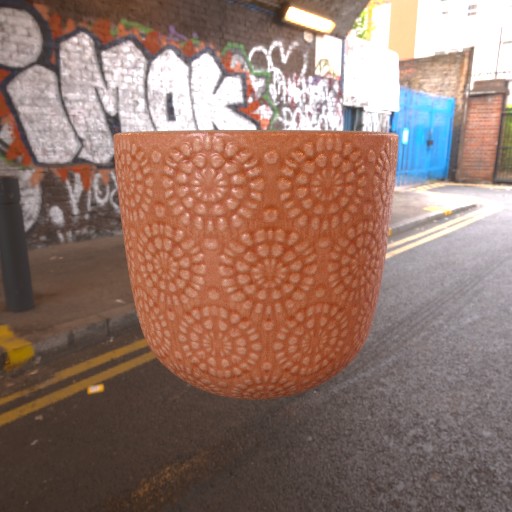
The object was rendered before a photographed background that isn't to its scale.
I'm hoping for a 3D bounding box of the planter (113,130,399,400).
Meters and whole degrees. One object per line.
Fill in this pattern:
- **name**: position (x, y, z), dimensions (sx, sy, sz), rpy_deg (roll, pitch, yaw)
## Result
- **planter**: position (0.000, 0.000, 0.360), dimensions (0.208, 0.190, 0.208), rpy_deg (0, 14, 0)
